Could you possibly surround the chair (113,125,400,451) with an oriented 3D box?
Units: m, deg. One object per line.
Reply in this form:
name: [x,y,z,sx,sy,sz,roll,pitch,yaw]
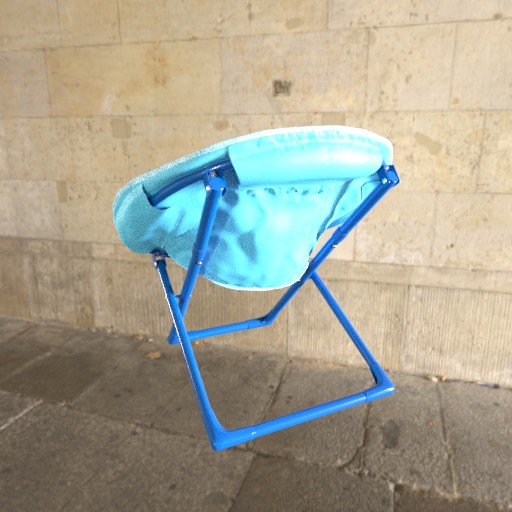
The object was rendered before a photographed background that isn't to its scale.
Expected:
chair: [0.000,0.000,0.873,0.520,0.478,0.465,-7,16,-26]
